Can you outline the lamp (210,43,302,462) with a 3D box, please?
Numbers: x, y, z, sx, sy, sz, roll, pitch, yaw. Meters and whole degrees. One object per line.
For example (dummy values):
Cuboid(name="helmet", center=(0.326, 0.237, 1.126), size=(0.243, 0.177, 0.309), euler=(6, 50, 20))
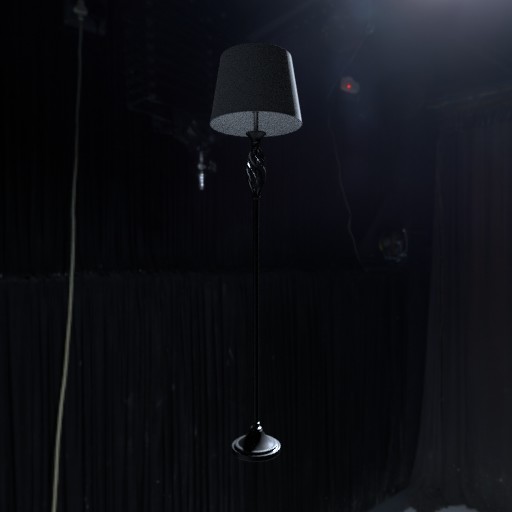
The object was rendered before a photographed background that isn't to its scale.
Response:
Cuboid(name="lamp", center=(0.000, 0.000, 1.839), size=(0.379, 1.623, 0.379), euler=(0, 1, 0))
